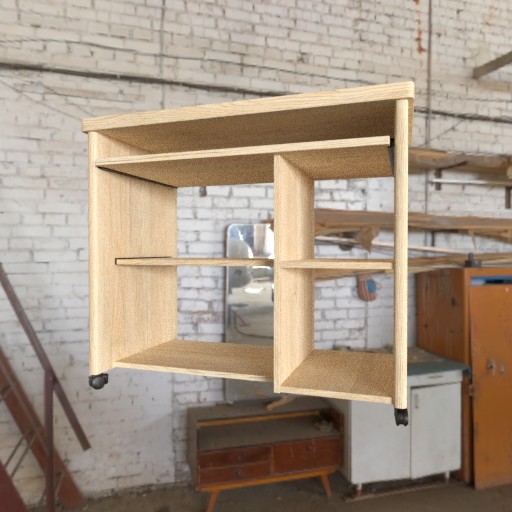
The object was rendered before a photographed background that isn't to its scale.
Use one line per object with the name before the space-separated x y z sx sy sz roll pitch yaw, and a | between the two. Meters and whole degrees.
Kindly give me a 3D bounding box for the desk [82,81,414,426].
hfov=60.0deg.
desk | 0.000 0.000 1.332 0.885 0.770 0.480 0 1 19
